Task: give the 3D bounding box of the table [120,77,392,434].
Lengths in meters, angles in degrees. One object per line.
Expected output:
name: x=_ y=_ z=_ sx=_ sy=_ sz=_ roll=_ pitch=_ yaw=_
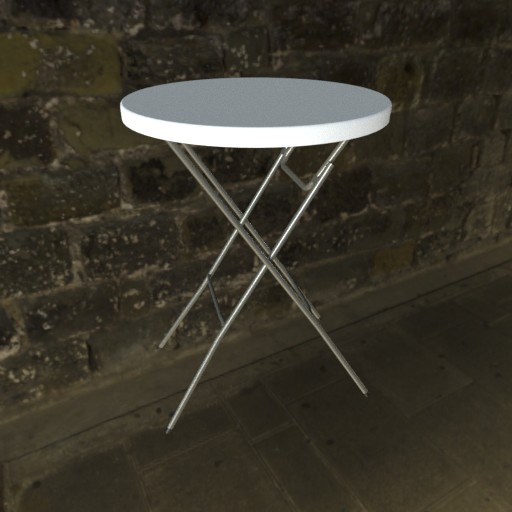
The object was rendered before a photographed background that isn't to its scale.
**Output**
table: x=0.000 y=0.000 z=1.605 sx=0.795 sy=1.105 sz=0.792 roll=-7 pitch=30 yaw=-13
